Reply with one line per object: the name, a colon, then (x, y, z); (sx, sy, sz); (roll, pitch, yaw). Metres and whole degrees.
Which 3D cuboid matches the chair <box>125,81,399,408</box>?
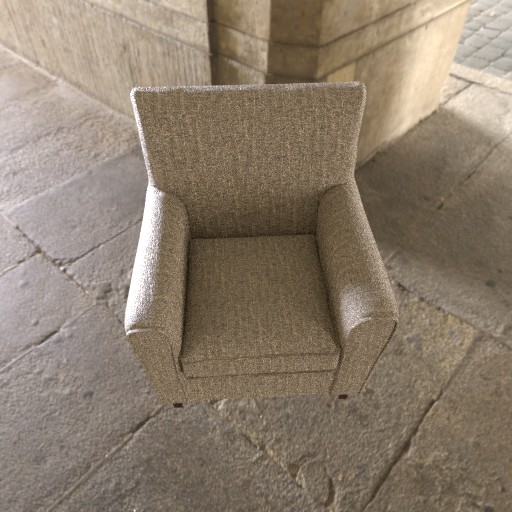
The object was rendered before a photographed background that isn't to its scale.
chair: (0.000, 0.000, 1.668); (0.864, 0.928, 0.873); (-2, 47, -2)
